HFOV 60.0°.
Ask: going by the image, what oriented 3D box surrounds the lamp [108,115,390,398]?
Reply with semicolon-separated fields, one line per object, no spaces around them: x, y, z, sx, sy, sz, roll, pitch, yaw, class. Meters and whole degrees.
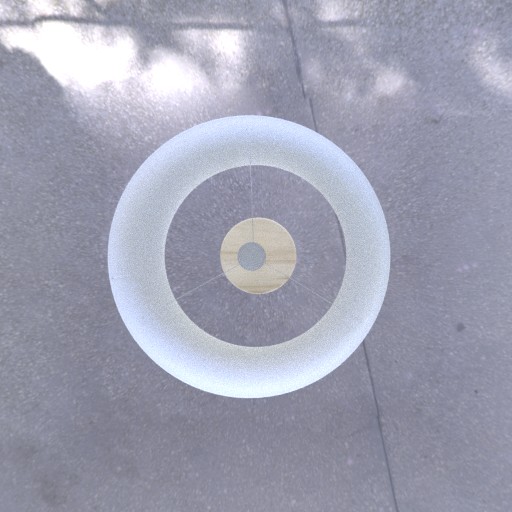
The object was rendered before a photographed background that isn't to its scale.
0.000;0.000;0.589;0.229;0.470;0.229;0;90;2;lamp
